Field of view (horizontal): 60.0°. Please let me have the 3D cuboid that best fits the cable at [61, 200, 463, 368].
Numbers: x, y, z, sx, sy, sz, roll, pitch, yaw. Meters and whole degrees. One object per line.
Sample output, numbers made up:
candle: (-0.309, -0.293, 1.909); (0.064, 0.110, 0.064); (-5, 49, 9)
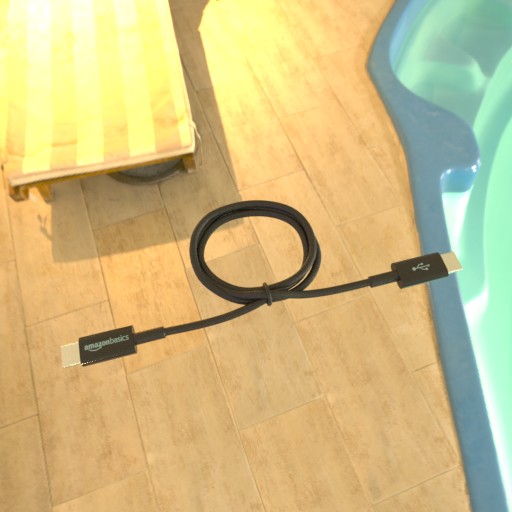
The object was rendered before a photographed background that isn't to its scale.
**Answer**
cable: (0.000, 0.000, 0.229); (0.203, 0.014, 0.070); (-13, 65, -6)
